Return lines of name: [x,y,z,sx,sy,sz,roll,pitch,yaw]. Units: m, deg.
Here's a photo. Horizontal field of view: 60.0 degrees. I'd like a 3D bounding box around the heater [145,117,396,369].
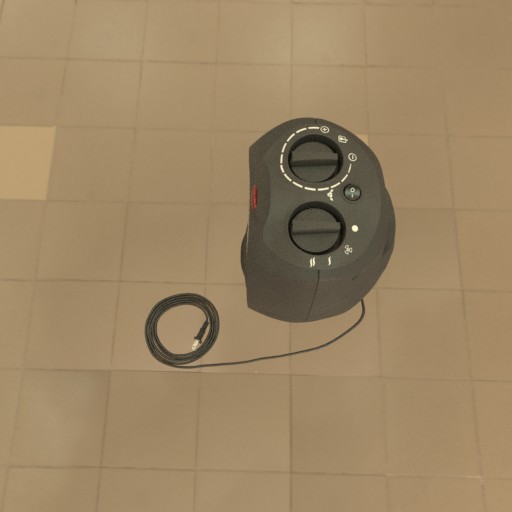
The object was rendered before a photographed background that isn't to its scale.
heater: [0.000,0.000,0.482,0.291,0.255,0.239,1,75,0]
